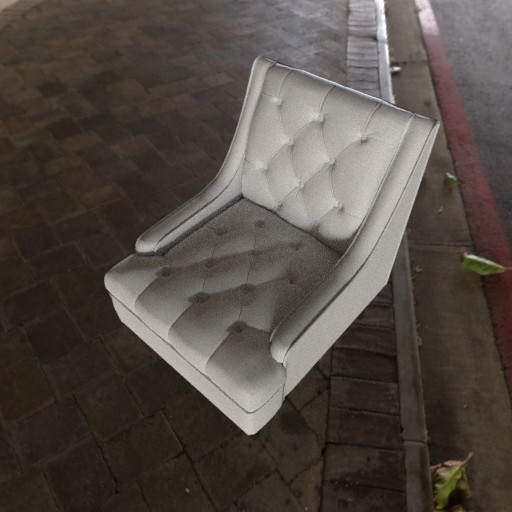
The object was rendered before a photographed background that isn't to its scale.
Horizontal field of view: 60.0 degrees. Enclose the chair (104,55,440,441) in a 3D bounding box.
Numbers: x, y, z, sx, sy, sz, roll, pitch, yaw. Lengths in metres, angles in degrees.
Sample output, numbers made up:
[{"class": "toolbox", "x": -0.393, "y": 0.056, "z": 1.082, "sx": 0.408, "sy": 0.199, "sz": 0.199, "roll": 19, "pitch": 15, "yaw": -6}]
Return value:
[{"class": "chair", "x": 0.000, "y": 0.000, "z": 1.422, "sx": 0.658, "sy": 0.891, "sz": 0.772, "roll": 33, "pitch": 55, "yaw": 27}]
